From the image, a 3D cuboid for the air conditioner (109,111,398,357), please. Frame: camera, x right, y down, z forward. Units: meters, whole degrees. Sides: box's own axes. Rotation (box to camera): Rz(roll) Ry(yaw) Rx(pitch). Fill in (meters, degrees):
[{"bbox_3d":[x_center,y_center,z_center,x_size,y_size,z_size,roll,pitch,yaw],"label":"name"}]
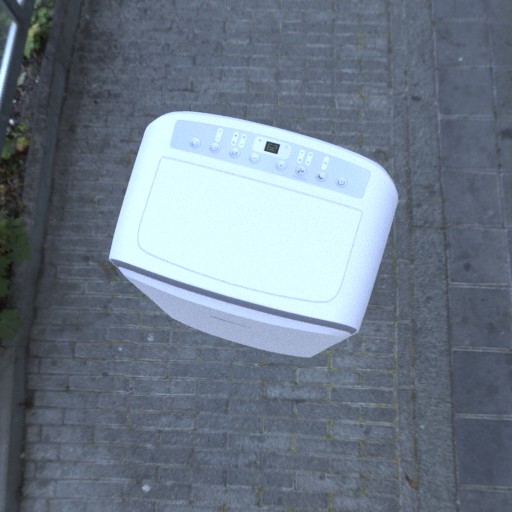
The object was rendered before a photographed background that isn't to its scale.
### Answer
[{"bbox_3d":[0.000,0.000,0.982,0.454,0.700,0.365,16,77,4],"label":"air conditioner"}]
